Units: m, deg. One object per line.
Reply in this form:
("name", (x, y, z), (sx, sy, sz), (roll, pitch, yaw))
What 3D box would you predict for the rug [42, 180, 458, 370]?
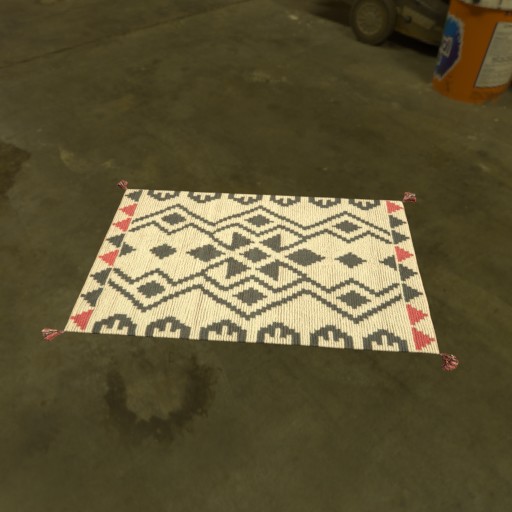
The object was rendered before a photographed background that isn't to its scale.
("rug", (0.000, 0.000, 3.366), (2.672, 0.066, 1.741), (3, 46, 3))
